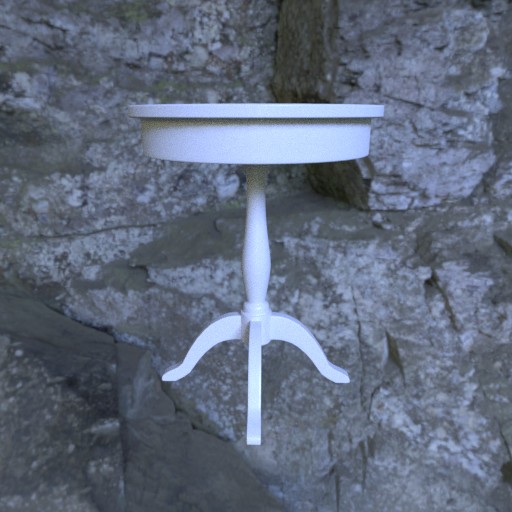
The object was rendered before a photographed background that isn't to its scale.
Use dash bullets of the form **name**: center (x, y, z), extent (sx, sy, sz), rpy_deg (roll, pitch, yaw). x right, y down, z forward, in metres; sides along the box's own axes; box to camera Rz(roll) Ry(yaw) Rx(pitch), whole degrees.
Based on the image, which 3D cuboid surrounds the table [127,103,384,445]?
- **table**: center (0.000, 0.000, 1.017), extent (0.513, 0.653, 0.513), rpy_deg (0, 18, 0)
